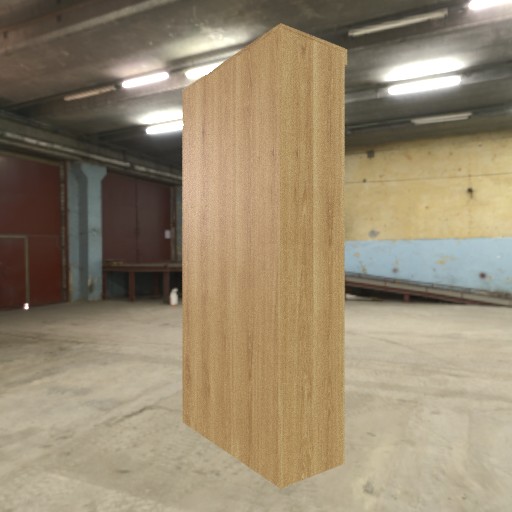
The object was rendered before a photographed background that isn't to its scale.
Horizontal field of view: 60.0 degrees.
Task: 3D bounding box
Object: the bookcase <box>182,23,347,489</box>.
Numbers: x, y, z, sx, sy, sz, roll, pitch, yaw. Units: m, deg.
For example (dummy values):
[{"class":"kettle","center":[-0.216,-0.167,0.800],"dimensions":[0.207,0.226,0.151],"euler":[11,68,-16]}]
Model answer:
[{"class":"bookcase","center":[0.000,0.000,2.430],"dimensions":[0.420,2.020,0.950],"euler":[0,0,-36]}]
